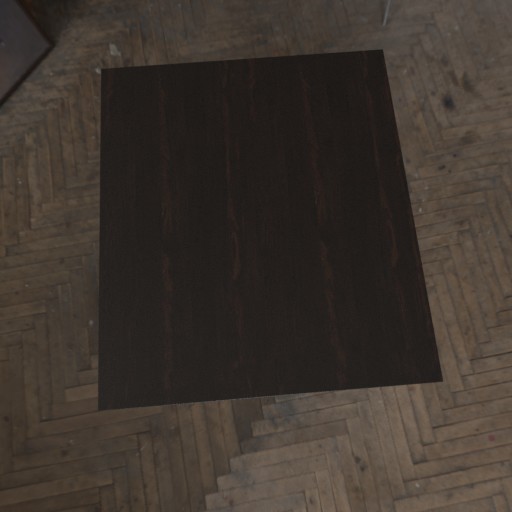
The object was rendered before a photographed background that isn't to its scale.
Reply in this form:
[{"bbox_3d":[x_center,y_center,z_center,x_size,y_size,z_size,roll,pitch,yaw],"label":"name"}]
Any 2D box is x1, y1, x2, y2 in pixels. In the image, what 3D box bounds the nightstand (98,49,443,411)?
[{"bbox_3d":[0.000,0.000,0.842,0.427,0.487,0.489,-4,75,-1],"label":"nightstand"}]
